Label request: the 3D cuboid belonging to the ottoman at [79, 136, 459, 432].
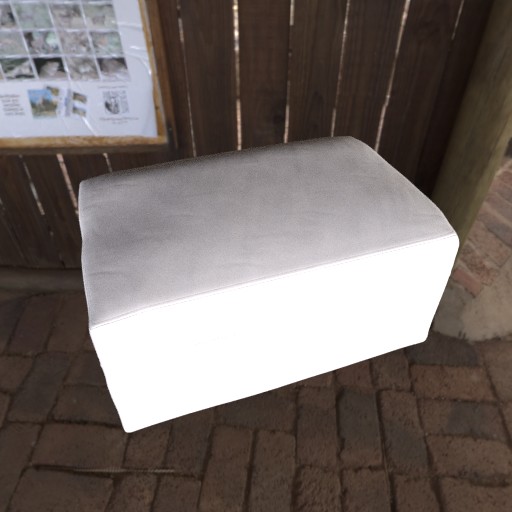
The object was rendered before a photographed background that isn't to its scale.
[{"bbox_3d":[0.000,0.000,1.233,0.872,0.444,0.590,-13,43,-14],"label":"ottoman"}]
